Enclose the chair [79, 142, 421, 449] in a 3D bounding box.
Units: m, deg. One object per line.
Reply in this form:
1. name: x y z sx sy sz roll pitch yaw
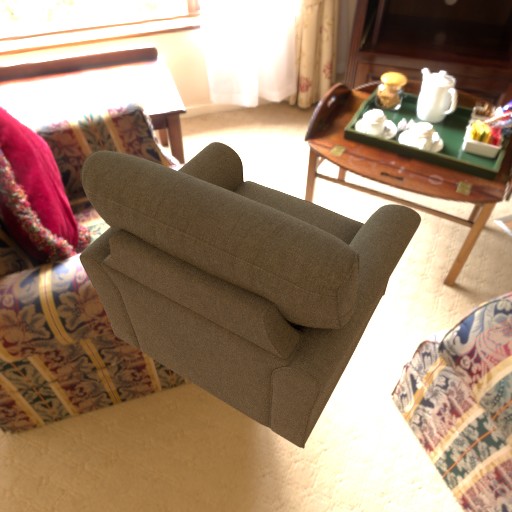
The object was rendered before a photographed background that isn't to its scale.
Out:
1. chair: 0.000 0.000 1.631 0.941 0.890 0.816 24 51 21
